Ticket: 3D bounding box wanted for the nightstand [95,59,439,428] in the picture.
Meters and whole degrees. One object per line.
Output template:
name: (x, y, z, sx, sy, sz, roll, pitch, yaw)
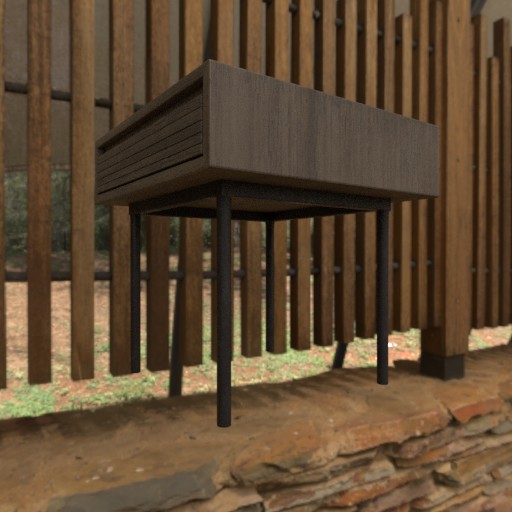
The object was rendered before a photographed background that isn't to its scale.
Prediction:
nightstand: (0.000, 0.000, 0.903, 0.503, 0.497, 0.502, 0, 0, -36)
